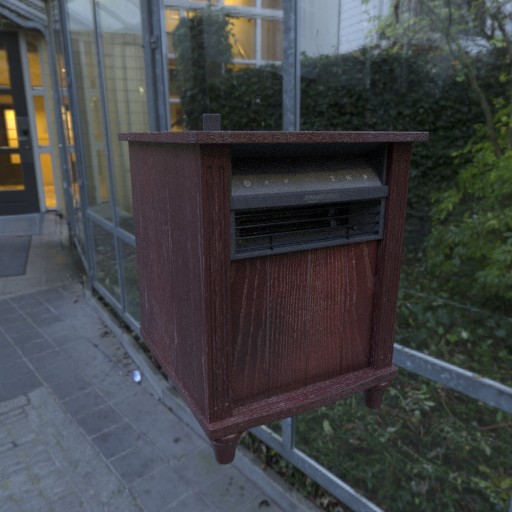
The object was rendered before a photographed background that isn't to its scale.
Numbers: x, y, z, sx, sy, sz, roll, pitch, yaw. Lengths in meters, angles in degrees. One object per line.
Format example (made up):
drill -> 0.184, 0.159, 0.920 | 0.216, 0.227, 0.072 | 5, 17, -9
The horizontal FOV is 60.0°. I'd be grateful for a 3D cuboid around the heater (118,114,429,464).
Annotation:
heater -> 0.000, 0.000, 0.765 | 0.362, 0.481, 0.400 | -8, 17, -27
